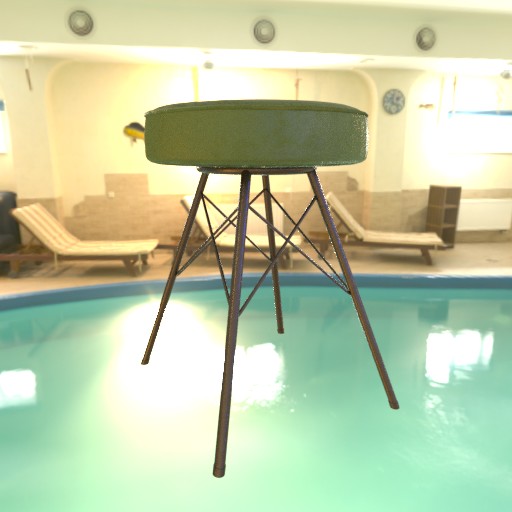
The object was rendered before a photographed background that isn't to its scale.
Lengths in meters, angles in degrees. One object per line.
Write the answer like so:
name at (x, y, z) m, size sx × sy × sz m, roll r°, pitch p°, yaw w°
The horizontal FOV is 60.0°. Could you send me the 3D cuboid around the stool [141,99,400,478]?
stool at (0.000, 0.000, 0.931) m, size 0.430 × 0.595 × 0.457 m, roll -7°, pitch 15°, yaw -28°
